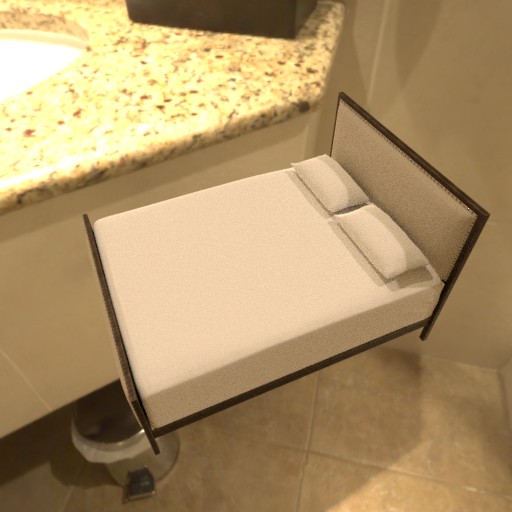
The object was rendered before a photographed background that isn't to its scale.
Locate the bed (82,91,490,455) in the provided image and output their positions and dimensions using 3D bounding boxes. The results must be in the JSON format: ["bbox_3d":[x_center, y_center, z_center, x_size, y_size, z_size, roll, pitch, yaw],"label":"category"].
[{"bbox_3d":[0.000,0.000,3.205,2.221,1.313,1.607,-18,49,-16],"label":"bed"}]
